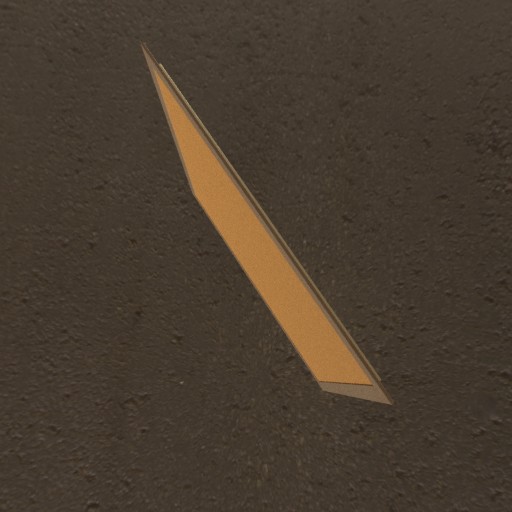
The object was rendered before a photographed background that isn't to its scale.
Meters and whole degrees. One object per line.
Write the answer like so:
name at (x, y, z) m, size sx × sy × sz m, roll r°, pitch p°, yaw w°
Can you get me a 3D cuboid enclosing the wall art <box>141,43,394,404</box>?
wall art at (0.000, 0.000, 1.655) m, size 0.025 × 1.067 × 1.168 m, roll -32°, pitch 77°, yaw -8°
